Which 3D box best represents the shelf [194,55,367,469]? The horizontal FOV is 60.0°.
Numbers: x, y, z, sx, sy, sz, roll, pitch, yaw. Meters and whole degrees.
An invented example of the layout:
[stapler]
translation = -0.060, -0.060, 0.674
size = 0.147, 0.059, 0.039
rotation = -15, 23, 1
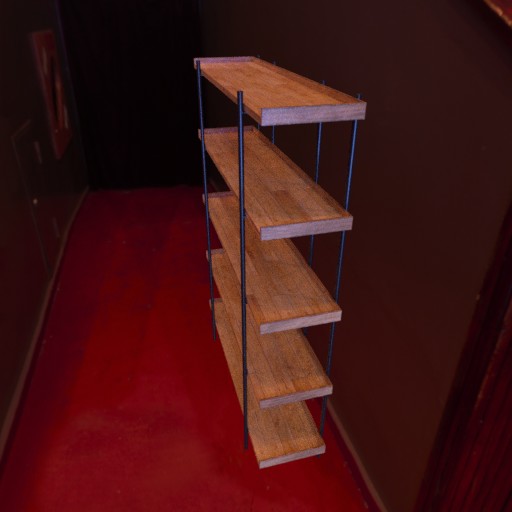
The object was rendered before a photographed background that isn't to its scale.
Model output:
[shelf]
translation = 0.000, 0.000, 2.354
size = 0.379, 1.826, 1.371
rotation = -8, 31, -13
